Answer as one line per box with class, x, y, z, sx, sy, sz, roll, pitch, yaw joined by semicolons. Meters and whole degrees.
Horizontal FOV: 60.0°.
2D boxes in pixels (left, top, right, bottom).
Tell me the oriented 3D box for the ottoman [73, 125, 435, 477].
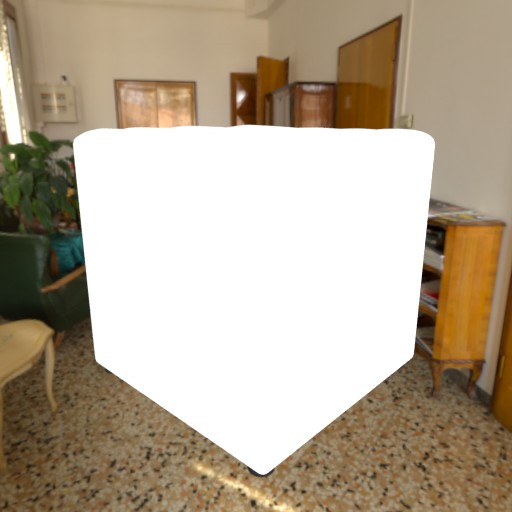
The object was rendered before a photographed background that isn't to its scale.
ottoman;0.000;0.000;0.778;0.425;0.432;0.425;14;20;41
